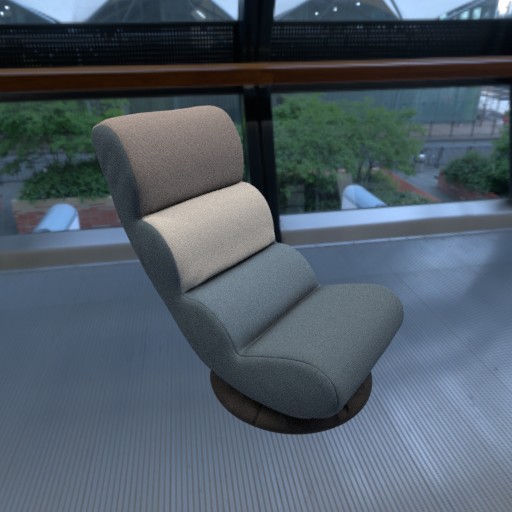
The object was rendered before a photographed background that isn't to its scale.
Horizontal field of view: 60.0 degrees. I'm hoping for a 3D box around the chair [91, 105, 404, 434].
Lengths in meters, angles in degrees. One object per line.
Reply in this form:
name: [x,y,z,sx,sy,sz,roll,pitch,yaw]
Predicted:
chair: [0.000,0.000,1.081,0.661,0.641,0.420,16,30,31]
